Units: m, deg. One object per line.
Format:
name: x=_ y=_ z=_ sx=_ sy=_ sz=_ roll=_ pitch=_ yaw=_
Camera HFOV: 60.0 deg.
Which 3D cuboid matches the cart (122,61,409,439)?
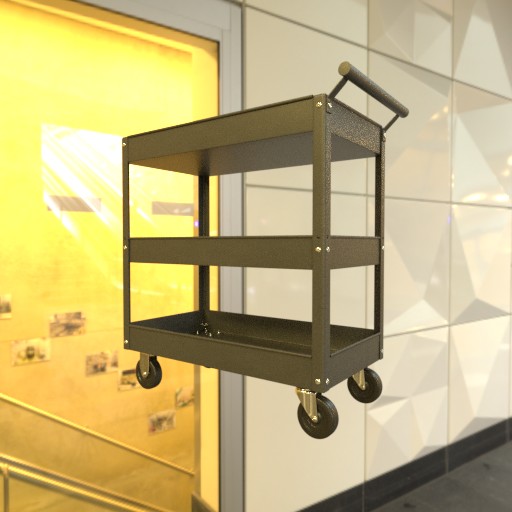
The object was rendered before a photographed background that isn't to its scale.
cart: x=0.000 y=0.000 z=1.227 sx=0.719 sy=0.780 sz=0.366 roll=1 pitch=2 yaw=36
